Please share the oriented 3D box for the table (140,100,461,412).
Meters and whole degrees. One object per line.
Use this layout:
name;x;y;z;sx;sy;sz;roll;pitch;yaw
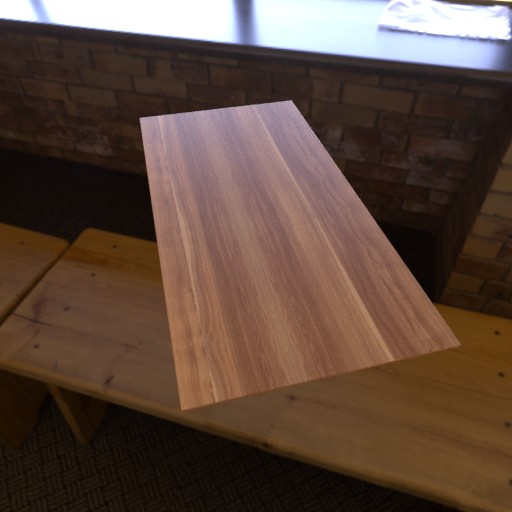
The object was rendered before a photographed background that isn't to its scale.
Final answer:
table;0.000;0.000;2.454;1.000;0.770;2.000;-10;45;-10
